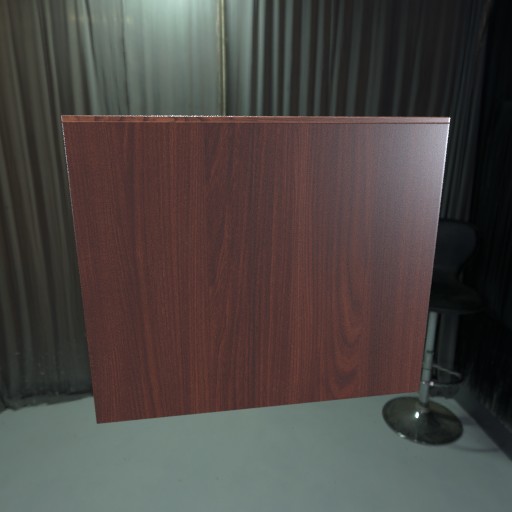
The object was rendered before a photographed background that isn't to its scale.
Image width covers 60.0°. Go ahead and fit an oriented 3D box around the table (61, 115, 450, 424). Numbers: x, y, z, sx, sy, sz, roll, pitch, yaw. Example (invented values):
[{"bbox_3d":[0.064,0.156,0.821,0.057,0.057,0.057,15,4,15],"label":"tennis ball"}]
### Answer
[{"bbox_3d":[0.000,0.000,1.331,0.930,0.790,0.380,-3,16,-9],"label":"table"}]
